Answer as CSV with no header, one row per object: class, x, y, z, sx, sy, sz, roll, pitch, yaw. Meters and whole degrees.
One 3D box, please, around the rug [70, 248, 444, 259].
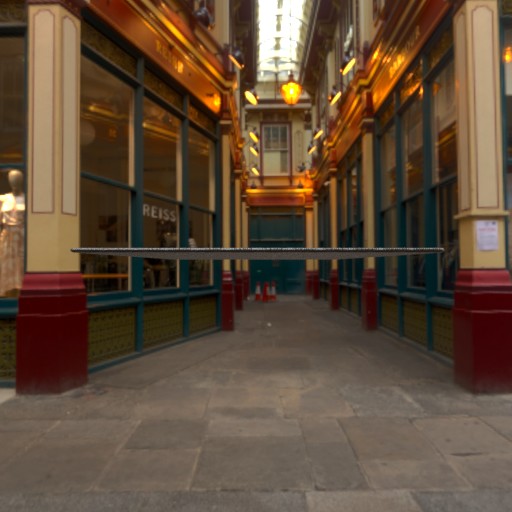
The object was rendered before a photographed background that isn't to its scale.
rug,0.000,0.000,2.216,1.144,0.014,1.748,0,-1,0
